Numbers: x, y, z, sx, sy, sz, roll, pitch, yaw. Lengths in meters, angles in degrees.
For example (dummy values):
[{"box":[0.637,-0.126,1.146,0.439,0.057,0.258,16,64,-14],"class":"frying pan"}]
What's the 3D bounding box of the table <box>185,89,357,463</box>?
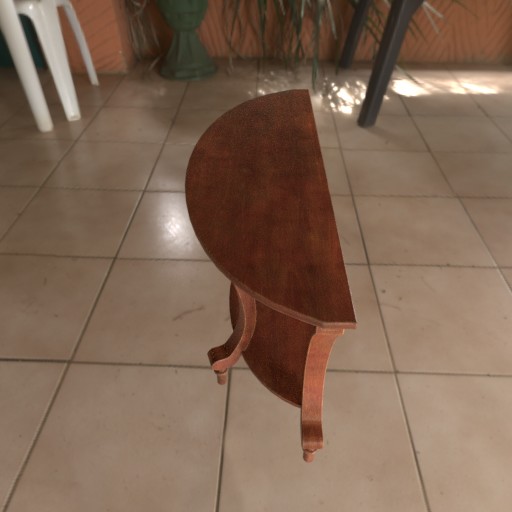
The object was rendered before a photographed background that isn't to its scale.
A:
[{"box":[0.000,0.000,1.506,0.394,0.699,1.198,1,41,1],"class":"table"}]
